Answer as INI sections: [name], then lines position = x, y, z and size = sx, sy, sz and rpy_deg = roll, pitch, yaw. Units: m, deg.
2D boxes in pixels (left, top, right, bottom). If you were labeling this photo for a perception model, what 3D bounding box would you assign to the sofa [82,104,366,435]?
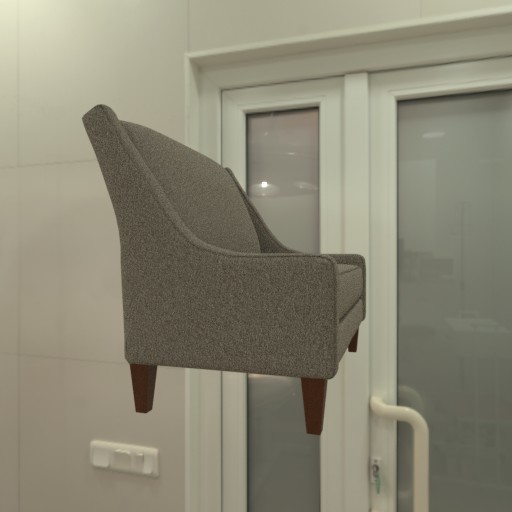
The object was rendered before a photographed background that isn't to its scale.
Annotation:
[sofa]
position = 0.000, 0.000, 1.943
size = 0.862, 1.026, 1.242
rpy_deg = 0, 0, 18
